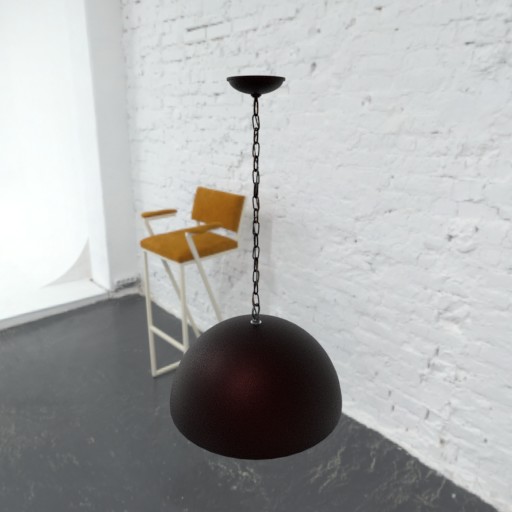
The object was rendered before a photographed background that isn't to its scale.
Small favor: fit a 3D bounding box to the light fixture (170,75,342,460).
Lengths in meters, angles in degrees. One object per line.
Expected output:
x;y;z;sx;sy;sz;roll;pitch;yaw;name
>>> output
0.000;0.000;1.164;0.492;0.869;0.492;8;18;26;light fixture
